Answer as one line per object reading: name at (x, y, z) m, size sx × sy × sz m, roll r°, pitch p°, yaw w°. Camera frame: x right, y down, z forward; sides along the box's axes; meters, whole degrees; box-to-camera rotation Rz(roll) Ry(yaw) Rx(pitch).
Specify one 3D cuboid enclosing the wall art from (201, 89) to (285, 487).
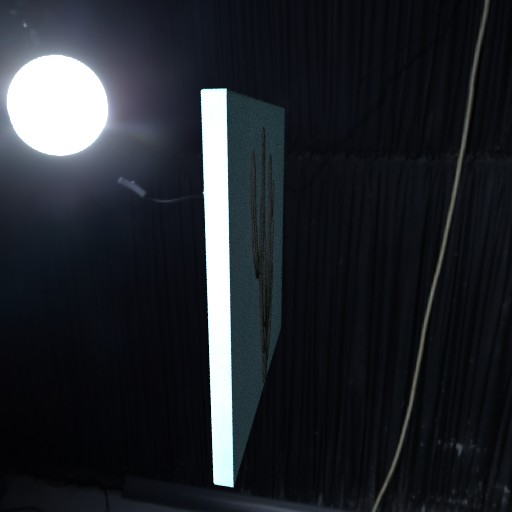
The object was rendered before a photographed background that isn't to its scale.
wall art at (0.000, 0.000, 1.627) m, size 0.070 × 1.073 × 1.071 m, roll 3°, pitch 17°, yaw 10°
